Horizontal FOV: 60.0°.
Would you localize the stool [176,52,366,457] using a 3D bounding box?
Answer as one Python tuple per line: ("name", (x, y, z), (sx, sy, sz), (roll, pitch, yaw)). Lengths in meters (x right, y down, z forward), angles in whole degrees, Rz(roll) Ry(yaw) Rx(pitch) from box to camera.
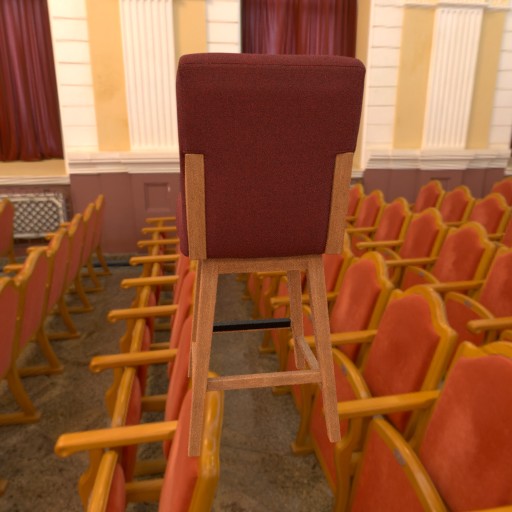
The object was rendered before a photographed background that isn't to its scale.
("stool", (0.000, 0.000, 1.324), (0.468, 1.038, 0.562), (-2, 16, -8))
